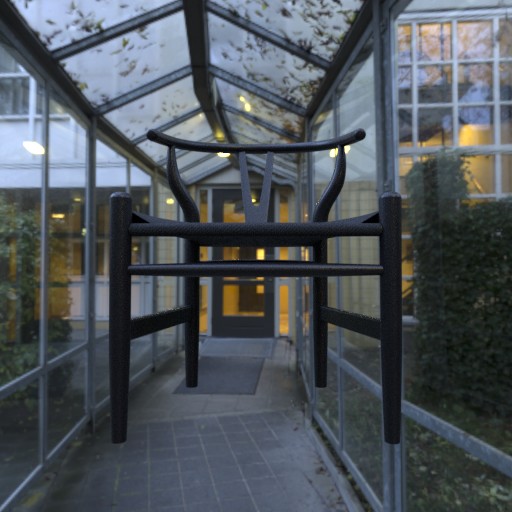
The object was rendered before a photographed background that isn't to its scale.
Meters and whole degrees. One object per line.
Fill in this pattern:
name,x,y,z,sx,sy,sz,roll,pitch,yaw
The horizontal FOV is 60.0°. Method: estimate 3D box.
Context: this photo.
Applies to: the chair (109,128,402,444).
chair,0.000,0.000,1.131,0.569,0.730,0.579,0,-2,0
